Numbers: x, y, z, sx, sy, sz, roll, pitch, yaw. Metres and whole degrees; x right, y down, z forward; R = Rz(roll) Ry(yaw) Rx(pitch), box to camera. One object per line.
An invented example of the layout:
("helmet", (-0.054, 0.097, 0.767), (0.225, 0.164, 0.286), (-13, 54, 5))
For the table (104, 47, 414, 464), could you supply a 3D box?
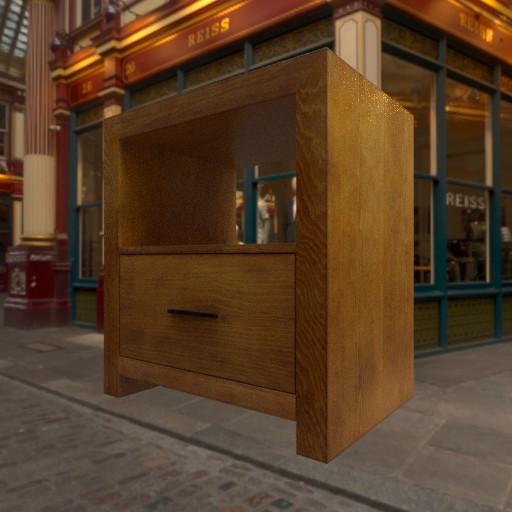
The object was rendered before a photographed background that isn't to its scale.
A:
("table", (0.000, 0.000, 0.961), (0.550, 0.605, 0.400), (0, 0, 37))
